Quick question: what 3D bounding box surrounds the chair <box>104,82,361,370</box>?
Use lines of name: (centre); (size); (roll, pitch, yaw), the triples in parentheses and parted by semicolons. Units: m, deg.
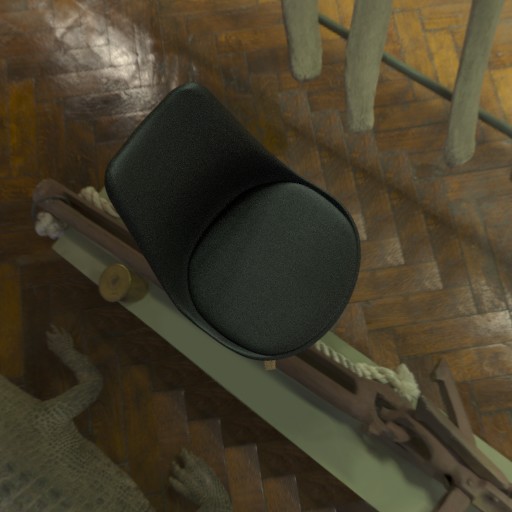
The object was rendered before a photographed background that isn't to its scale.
chair: (0.000, 0.000, 1.202); (0.549, 0.850, 0.485); (36, 80, 7)
